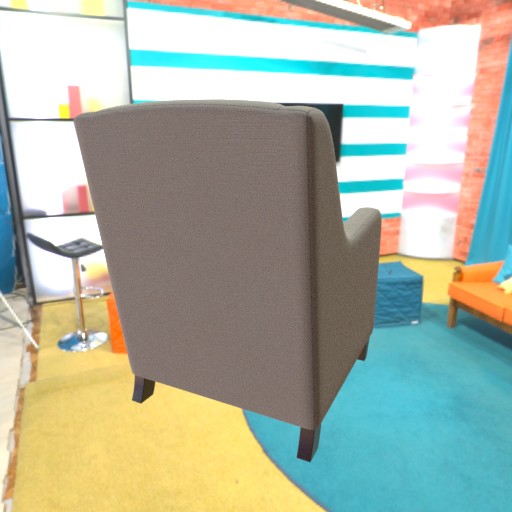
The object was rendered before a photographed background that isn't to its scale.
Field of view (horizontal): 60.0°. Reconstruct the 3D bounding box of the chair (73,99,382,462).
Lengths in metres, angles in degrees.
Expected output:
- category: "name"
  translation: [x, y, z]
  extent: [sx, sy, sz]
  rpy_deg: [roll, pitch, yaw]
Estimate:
- category: "chair"
  translation: [0.000, 0.000, 1.589]
  extent: [0.715, 1.017, 0.896]
  rpy_deg: [8, 18, 26]
